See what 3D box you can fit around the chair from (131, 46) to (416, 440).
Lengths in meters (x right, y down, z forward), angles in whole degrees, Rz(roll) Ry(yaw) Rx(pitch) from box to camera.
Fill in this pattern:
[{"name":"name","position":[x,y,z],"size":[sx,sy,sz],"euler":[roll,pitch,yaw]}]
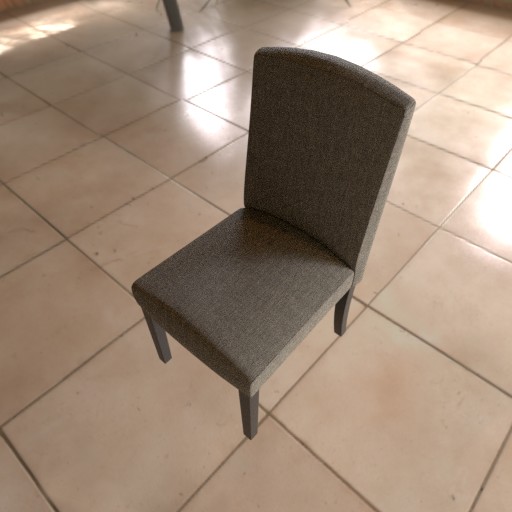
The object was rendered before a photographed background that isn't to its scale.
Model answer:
[{"name":"chair","position":[0.000,0.000,1.221],"size":[0.451,0.917,0.580],"euler":[33,55,27]}]
